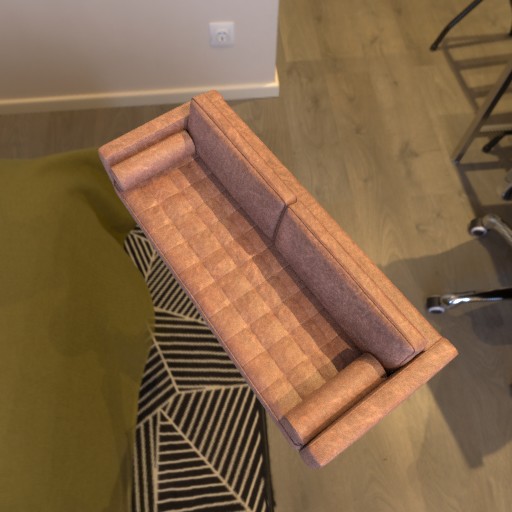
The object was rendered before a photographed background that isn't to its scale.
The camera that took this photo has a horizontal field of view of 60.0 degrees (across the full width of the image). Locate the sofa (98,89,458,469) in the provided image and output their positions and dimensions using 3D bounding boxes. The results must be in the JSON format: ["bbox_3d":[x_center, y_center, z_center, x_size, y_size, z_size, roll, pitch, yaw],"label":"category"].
[{"bbox_3d":[0.000,0.000,2.625,0.914,0.762,2.210,-33,68,-15],"label":"sofa"}]
